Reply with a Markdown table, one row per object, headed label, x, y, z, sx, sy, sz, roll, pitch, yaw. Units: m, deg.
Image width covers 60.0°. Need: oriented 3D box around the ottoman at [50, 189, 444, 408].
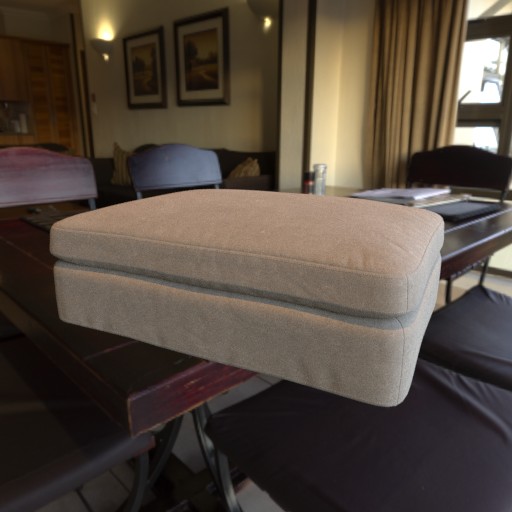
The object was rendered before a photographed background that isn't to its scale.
| label | x | y | z | sx | sy | sz | roll | pitch | yaw |
| --- | --- | --- | --- | --- | --- | --- | --- | --- | --- |
| ottoman | 0.000 | 0.000 | 1.599 | 1.199 | 0.429 | 0.840 | 8 | 18 | 26 |
